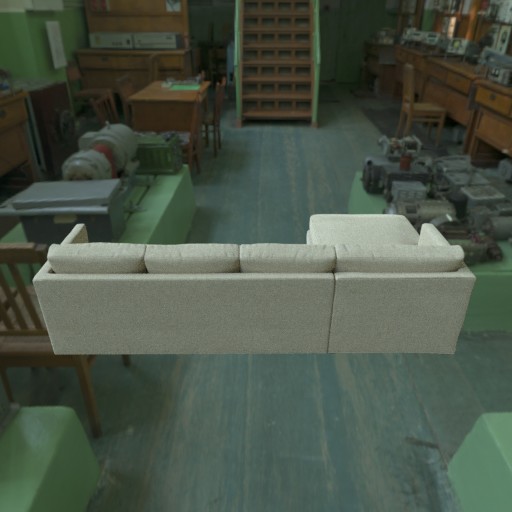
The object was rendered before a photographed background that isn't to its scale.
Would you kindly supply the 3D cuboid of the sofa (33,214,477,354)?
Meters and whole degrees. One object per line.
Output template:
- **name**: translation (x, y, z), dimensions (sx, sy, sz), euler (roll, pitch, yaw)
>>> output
- **sofa**: translation (0.000, 0.000, 3.990), dimensions (3.205, 0.922, 1.650), euler (0, 30, 0)
